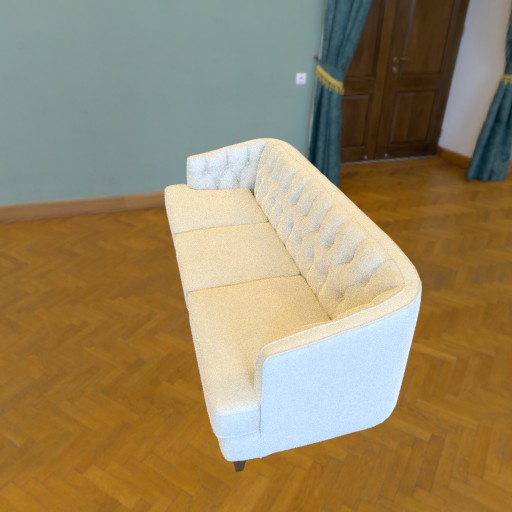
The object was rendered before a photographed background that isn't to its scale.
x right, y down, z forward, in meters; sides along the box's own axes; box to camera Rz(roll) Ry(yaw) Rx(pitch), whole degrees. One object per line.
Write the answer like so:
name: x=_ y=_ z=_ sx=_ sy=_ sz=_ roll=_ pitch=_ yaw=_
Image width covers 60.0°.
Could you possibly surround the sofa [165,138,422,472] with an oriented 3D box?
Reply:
sofa: x=0.000 y=0.000 z=2.692 sx=0.941 sy=0.855 sz=2.278 roll=-8 pitch=32 yaw=-12
